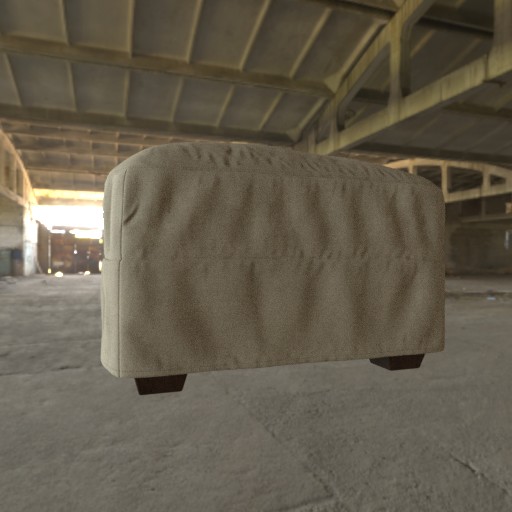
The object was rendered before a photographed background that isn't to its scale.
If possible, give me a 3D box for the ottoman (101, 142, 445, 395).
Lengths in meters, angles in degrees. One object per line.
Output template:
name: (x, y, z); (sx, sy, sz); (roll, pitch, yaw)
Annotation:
ottoman: (0.000, 0.000, 1.074); (0.712, 0.480, 0.584); (0, 0, -19)
